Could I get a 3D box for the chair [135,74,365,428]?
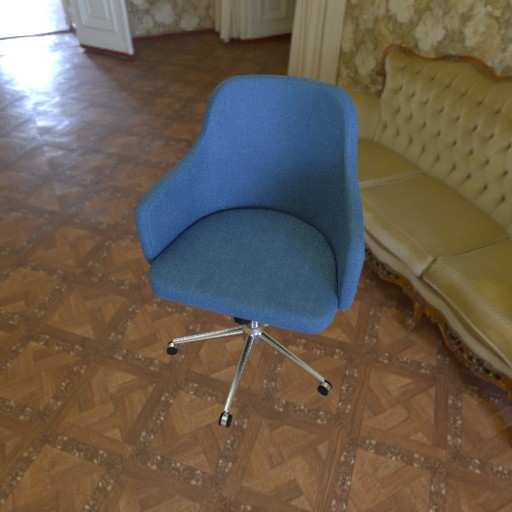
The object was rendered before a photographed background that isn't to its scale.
[{"bbox_3d":[0.000,0.000,1.286,0.599,0.820,0.655,12,43,13],"label":"chair"}]
